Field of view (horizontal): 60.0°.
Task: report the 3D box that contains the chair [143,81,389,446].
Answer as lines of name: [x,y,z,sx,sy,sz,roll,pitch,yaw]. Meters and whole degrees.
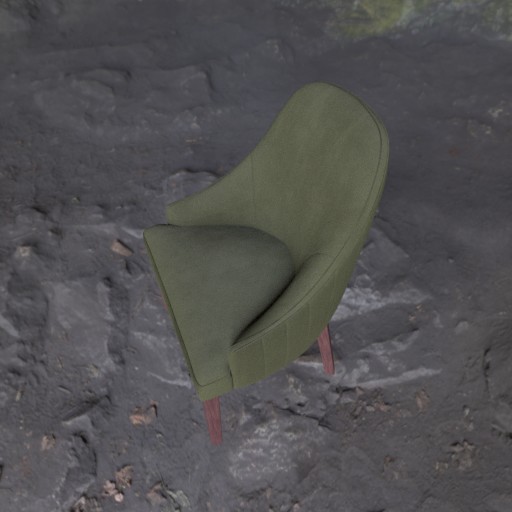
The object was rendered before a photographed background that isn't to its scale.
chair: [0.000,0.000,1.322,0.575,0.889,0.643,-17,47,-16]
